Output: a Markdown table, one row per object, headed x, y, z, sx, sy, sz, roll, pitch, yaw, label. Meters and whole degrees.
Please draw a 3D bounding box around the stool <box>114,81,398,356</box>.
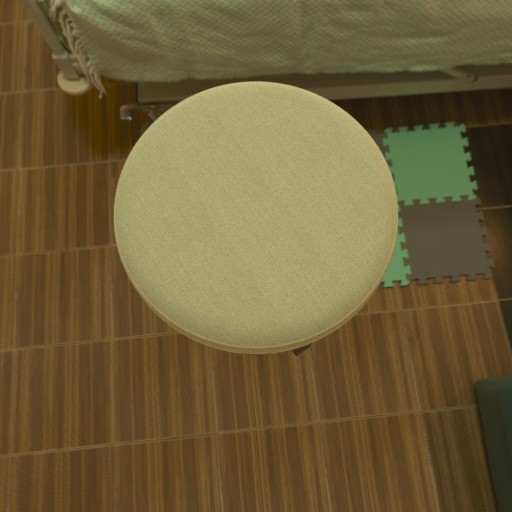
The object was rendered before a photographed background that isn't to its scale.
| x | y | z | sx | sy | sz | roll | pitch | yaw | label |
| --- | --- | --- | --- | --- | --- | --- | --- | --- | --- |
| 0.000 | 0.000 | 0.943 | 0.449 | 0.655 | 0.449 | 0 | 75 | 0 | stool |
